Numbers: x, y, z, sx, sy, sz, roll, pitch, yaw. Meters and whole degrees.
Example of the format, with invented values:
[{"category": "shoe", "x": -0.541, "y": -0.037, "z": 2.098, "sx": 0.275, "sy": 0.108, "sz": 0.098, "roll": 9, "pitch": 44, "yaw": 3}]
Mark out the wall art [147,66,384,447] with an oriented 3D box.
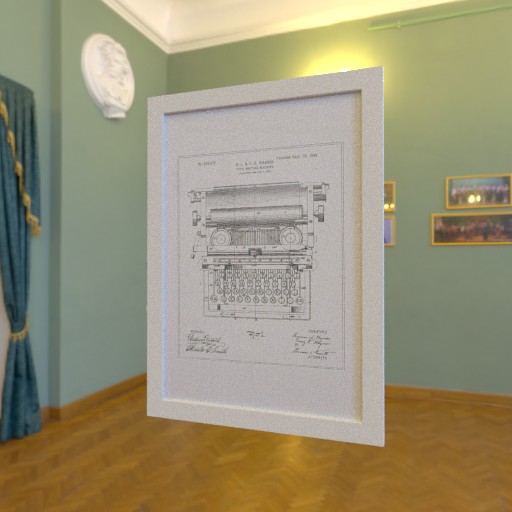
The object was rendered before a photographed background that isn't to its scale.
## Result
[{"category": "wall art", "x": 0.000, "y": 0.000, "z": 0.687, "sx": 0.381, "sy": 0.533, "sz": 0.013, "roll": 0, "pitch": 0, "yaw": 19}]
